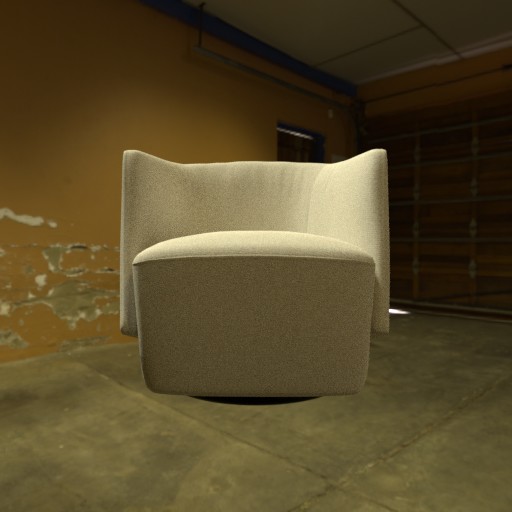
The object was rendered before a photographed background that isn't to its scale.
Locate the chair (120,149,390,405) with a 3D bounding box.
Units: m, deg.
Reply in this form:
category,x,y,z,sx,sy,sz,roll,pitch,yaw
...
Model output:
category,x,y,z,sx,sy,sz,roll,pitch,yaw
chair,0.000,0.000,1.608,0.822,0.861,0.986,0,1,1
